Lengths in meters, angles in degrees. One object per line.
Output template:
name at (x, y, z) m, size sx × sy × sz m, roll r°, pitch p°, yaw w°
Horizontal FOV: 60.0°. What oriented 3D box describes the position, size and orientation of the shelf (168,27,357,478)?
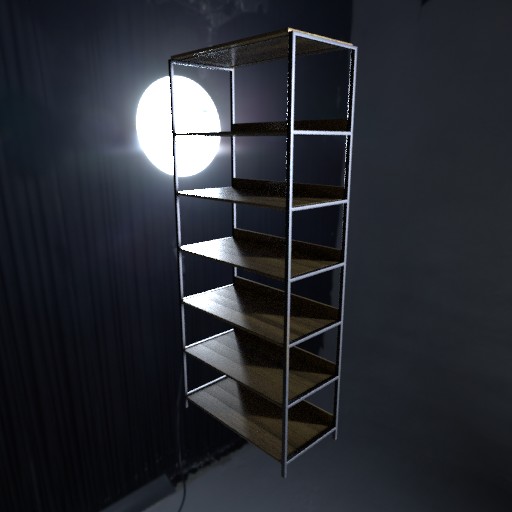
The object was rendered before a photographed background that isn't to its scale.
shelf at (0.000, 0.000, 2.357) m, size 0.431 × 2.015 × 0.847 m, roll -13°, pitch 20°, yaw -42°
